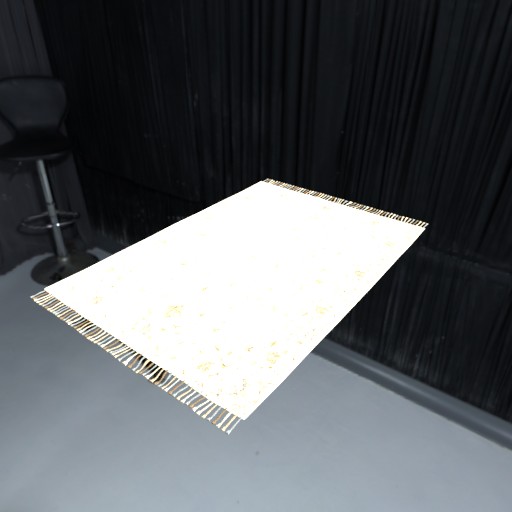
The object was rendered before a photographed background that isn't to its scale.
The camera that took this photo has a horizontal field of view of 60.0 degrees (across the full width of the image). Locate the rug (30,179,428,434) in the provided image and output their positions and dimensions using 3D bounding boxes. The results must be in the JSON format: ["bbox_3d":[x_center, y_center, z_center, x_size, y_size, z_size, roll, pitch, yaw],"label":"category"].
[{"bbox_3d":[0.000,0.000,2.350,1.218,0.017,1.861,22,37,31],"label":"rug"}]
